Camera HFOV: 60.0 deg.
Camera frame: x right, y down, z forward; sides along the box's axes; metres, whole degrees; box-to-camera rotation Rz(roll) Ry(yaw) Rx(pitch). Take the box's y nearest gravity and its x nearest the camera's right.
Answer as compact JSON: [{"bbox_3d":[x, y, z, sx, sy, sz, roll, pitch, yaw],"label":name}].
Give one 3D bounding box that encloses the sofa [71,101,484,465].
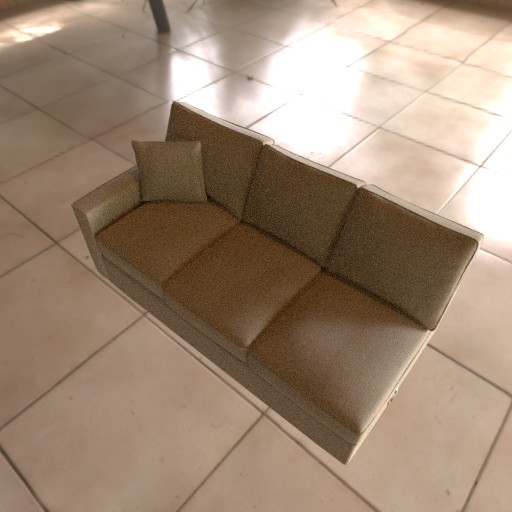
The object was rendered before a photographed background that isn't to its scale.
[{"bbox_3d":[0.000,0.000,2.475,1.962,0.946,1.034,31,54,26],"label":"sofa"}]
